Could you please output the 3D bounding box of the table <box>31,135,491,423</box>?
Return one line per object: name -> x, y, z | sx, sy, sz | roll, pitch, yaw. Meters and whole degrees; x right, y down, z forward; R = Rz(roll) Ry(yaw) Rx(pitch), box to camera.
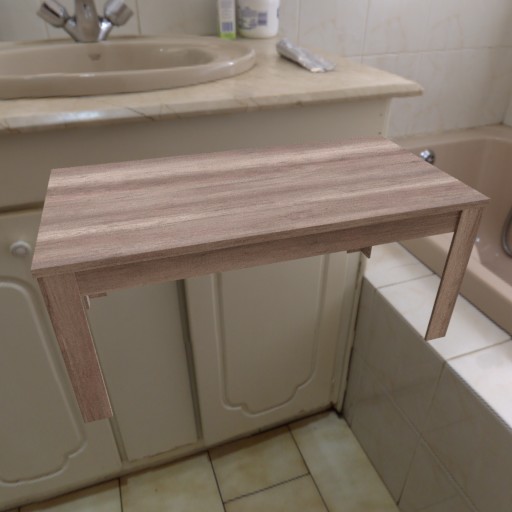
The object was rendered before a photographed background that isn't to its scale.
table -> 0.000, 0.000, 2.227 | 1.800, 0.790, 0.900 | -10, 34, -14
